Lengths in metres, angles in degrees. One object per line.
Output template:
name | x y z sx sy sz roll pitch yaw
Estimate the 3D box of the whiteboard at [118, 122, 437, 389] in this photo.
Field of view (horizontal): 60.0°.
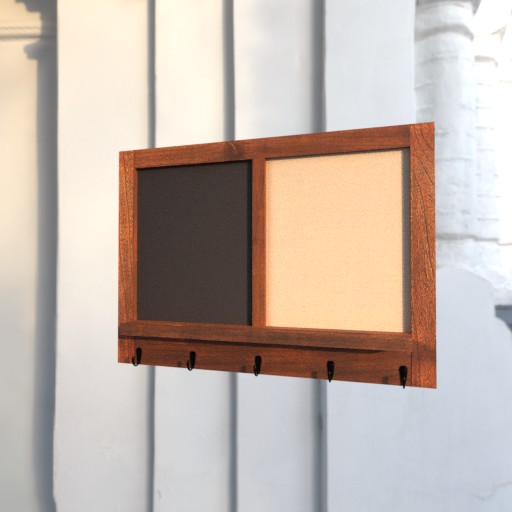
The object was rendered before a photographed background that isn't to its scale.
whiteboard | 0.000 0.000 1.018 0.768 0.553 0.083 0 -1 18
